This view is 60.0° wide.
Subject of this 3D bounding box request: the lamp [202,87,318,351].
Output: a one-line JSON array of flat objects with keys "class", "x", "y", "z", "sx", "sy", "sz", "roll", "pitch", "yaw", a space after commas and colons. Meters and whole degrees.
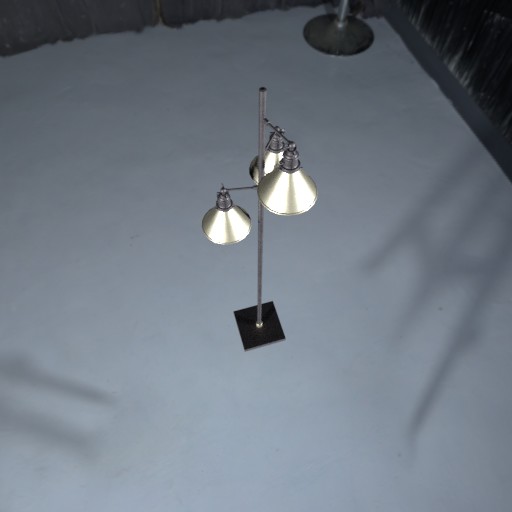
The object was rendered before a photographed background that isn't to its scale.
[{"class": "lamp", "x": 0.000, "y": 0.000, "z": 1.948, "sx": 0.415, "sy": 1.716, "sz": 0.428, "roll": -14, "pitch": 60, "yaw": -9}]
